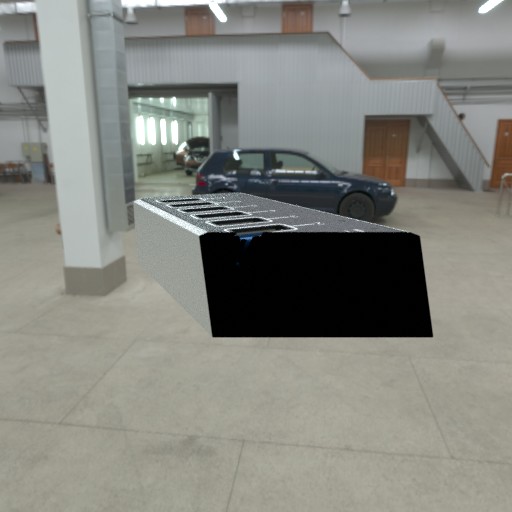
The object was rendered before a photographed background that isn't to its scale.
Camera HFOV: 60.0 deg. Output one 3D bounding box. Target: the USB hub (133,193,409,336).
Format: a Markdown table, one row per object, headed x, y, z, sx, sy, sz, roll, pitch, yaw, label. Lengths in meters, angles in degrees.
| x | y | z | sx | sy | sz | roll | pitch | yaw | label |
| --- | --- | --- | --- | --- | --- | --- | --- | --- | --- |
| 0.000 | 0.000 | 0.125 | 0.044 | 0.023 | 0.110 | -8 | 16 | -27 | USB hub |
